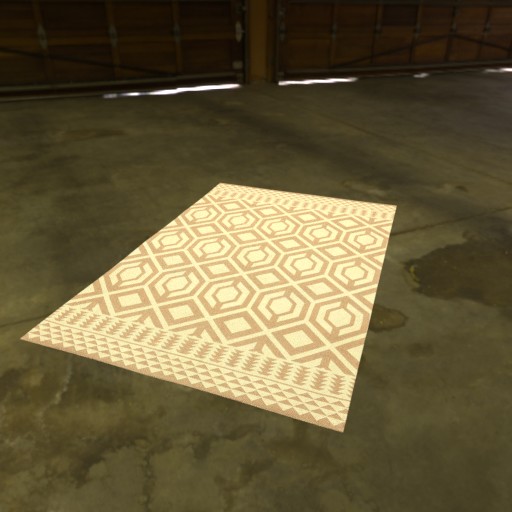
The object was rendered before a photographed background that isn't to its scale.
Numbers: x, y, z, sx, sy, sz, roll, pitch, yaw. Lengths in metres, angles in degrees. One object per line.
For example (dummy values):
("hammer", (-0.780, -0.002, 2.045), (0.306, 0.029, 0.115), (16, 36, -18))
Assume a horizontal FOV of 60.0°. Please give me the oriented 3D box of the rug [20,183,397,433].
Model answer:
("rug", (0.000, 0.000, 2.234), (1.219, 0.008, 1.829), (10, 31, 18))
